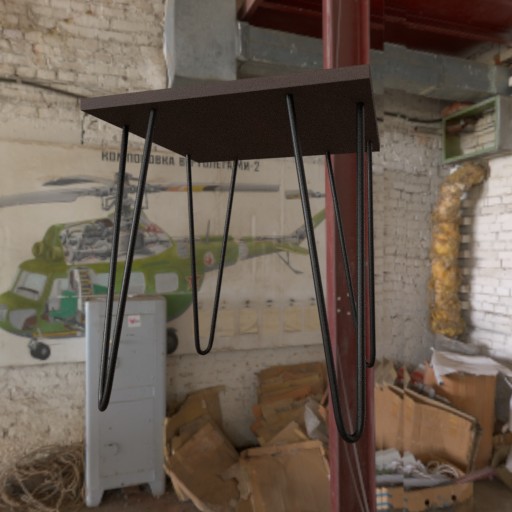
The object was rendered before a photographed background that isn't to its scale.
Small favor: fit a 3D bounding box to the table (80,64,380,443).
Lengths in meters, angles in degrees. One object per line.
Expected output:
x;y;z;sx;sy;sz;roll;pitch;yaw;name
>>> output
0.000;0.000;0.948;0.495;0.559;0.495;0;1;17;table
